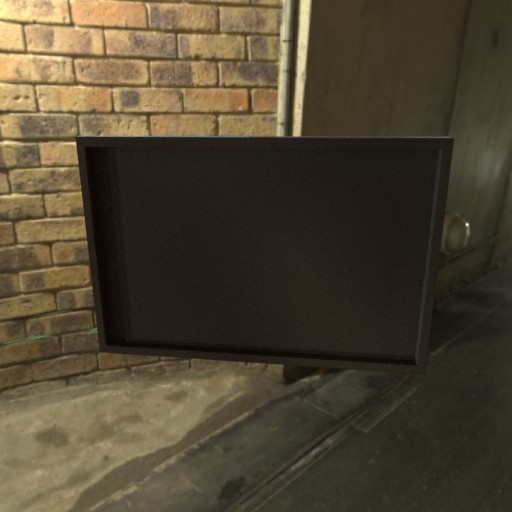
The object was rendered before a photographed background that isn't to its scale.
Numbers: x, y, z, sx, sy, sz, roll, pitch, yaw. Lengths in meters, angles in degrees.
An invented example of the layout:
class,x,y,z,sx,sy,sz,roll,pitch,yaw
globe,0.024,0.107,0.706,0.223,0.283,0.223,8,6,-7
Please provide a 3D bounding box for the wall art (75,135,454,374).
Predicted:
class,x,y,z,sx,sy,sz,roll,pitch,yaw
wall art,0.000,0.000,0.781,0.609,0.406,0.033,2,17,7
